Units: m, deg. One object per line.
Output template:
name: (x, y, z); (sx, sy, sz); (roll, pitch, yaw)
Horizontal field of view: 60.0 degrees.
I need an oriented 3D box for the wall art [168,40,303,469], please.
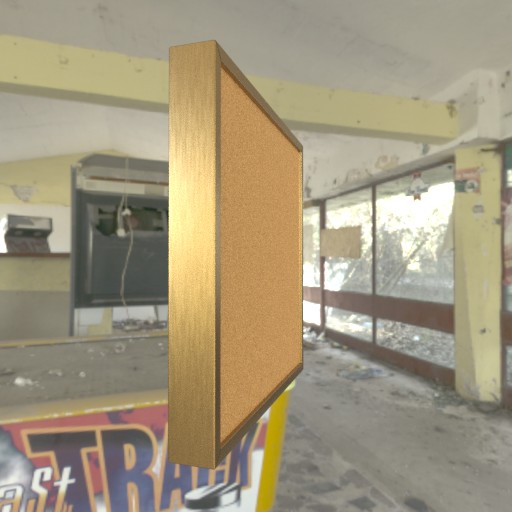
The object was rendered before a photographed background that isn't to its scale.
wall art: (0.000, 0.000, 0.464); (0.037, 0.305, 0.305); (0, -1, 18)
